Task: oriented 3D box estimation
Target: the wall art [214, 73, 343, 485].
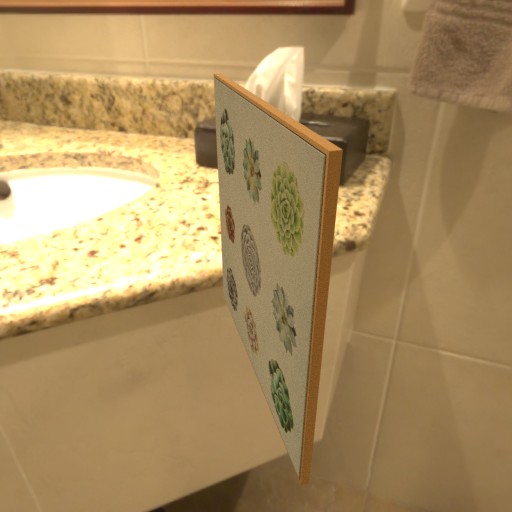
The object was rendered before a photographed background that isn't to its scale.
[{"bbox_3d":[0.000,0.000,0.669,0.013,0.455,0.457,-9,31,-14],"label":"wall art"}]
